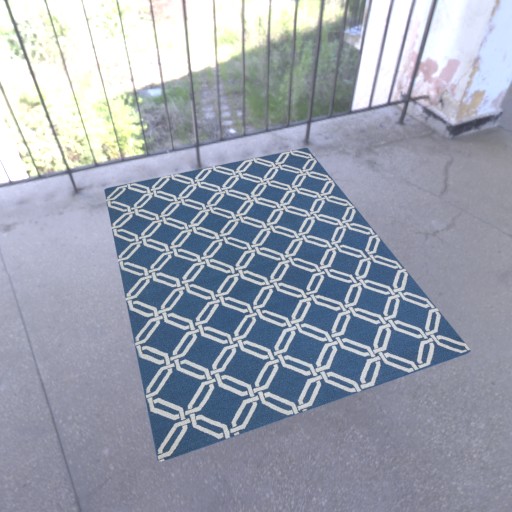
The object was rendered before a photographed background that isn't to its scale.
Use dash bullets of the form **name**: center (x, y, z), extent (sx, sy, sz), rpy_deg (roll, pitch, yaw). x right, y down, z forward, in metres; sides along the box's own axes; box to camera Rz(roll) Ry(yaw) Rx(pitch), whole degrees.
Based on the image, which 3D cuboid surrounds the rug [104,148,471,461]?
- **rug**: center (0.000, 0.000, 3.854), extent (2.277, 0.020, 2.867), rpy_deg (-15, 47, -14)
